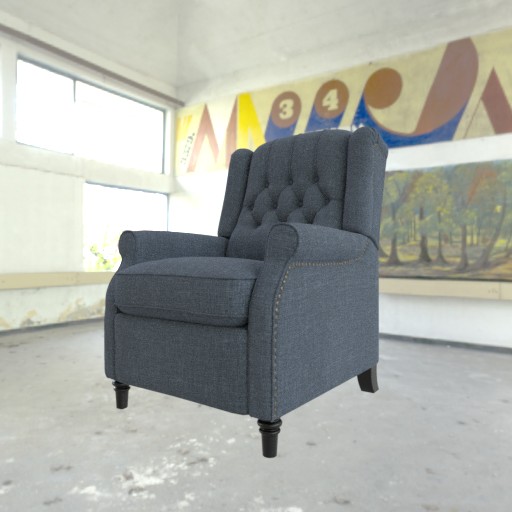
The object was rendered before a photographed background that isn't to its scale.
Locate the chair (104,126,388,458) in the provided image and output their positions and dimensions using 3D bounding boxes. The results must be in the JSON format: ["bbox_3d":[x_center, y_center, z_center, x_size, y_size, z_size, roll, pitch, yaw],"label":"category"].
[{"bbox_3d":[0.000,0.000,1.610,0.742,1.035,0.898,0,0,36],"label":"chair"}]
